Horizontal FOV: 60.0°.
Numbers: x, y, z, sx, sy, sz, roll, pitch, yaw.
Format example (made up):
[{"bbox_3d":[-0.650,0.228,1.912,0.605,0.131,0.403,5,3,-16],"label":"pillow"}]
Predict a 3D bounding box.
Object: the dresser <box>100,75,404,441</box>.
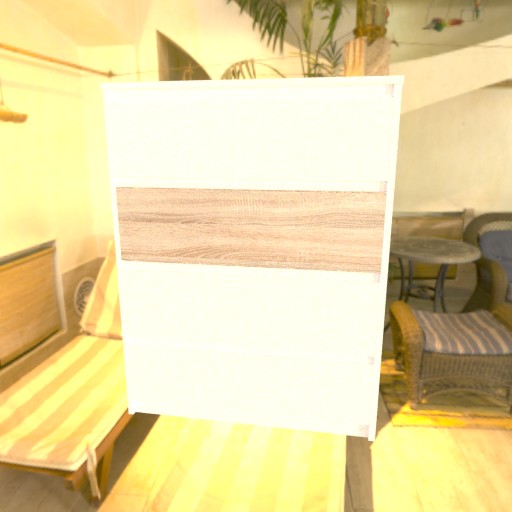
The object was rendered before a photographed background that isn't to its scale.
[{"bbox_3d":[0.000,0.000,1.456,0.800,1.040,0.380,3,15,10],"label":"dresser"}]
